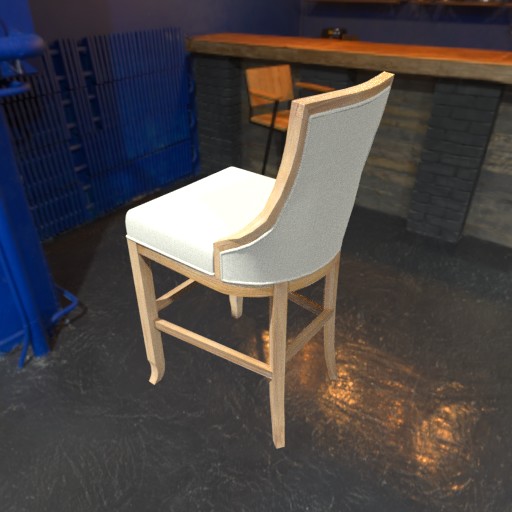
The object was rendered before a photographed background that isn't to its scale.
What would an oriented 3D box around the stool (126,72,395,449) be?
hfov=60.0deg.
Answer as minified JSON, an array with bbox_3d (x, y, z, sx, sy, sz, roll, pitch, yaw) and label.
[{"bbox_3d":[0.000,0.000,1.422,0.626,1.101,0.524,22,37,31],"label":"stool"}]
